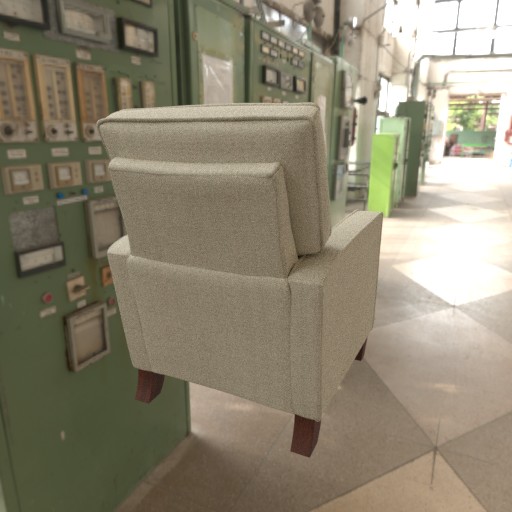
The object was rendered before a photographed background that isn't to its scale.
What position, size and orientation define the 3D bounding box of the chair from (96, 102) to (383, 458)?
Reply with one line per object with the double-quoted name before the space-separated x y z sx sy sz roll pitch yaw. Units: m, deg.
"chair" 0.000 0.000 1.407 0.648 0.888 0.754 8 17 26
